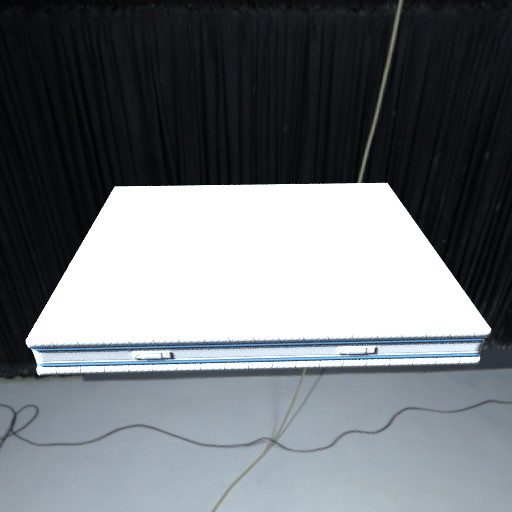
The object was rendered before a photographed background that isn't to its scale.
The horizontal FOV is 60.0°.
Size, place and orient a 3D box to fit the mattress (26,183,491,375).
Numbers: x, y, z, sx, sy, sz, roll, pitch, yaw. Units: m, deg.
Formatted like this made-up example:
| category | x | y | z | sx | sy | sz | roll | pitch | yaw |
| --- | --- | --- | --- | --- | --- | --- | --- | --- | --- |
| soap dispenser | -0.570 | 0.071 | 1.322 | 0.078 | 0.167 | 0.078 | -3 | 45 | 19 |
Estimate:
| category | x | y | z | sx | sy | sz | roll | pitch | yaw |
| --- | --- | --- | --- | --- | --- | --- | --- | --- | --- |
| mattress | 0.000 | 0.000 | 2.623 | 2.000 | 0.230 | 1.600 | -1 | 32 | -2 |
